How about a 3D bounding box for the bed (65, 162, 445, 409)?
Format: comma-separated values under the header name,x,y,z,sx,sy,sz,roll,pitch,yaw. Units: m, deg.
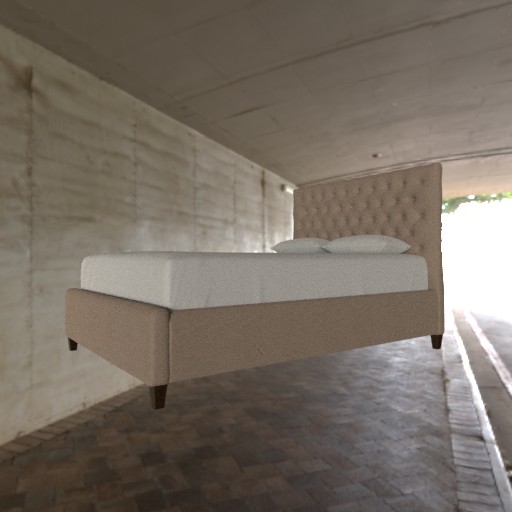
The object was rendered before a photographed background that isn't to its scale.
name,x,y,z,sx,sy,sz,roll,pitch,yaw
bed,0.000,0.000,3.388,2.387,1.427,1.698,0,0,-36
